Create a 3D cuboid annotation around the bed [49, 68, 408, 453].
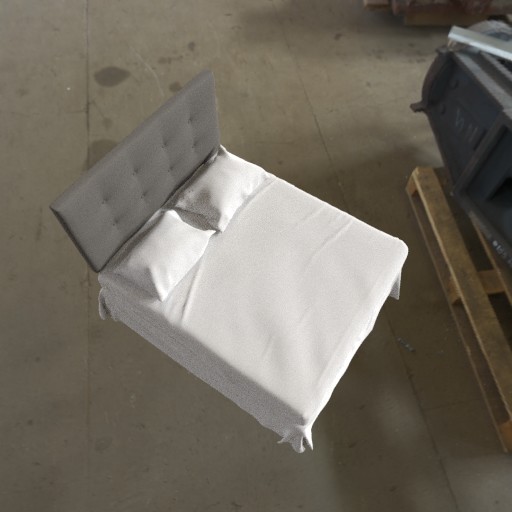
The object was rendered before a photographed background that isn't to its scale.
[{"bbox_3d":[0.000,0.000,3.490,2.222,1.577,1.936,30,64,16],"label":"bed"}]
